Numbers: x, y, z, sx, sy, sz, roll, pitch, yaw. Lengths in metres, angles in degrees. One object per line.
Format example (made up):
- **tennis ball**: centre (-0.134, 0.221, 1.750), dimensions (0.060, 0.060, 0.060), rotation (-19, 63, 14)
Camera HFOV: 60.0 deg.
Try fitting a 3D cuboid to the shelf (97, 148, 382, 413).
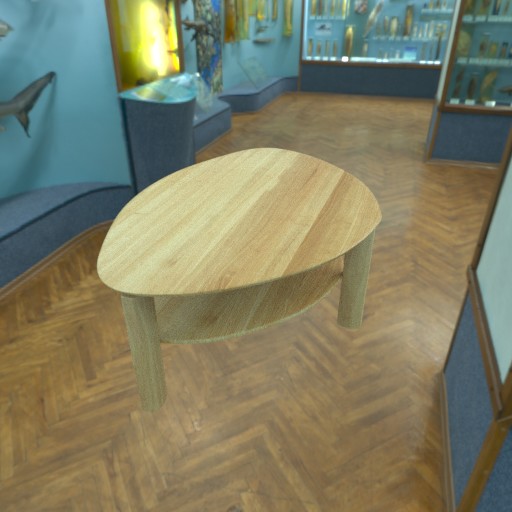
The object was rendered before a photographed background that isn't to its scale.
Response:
- **shelf**: centre (0.000, 0.000, 1.640), dimensions (0.845, 0.440, 1.246), rotation (10, 32, 17)
